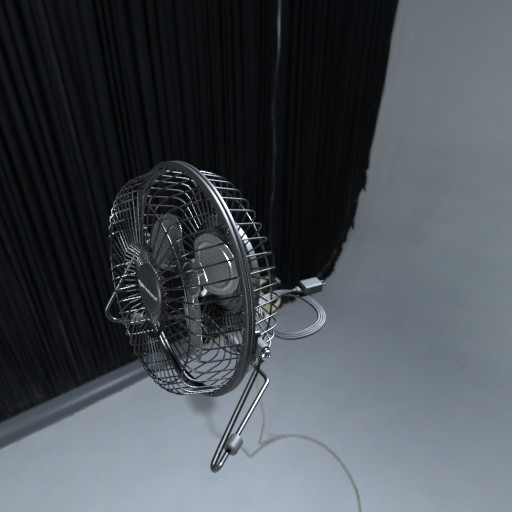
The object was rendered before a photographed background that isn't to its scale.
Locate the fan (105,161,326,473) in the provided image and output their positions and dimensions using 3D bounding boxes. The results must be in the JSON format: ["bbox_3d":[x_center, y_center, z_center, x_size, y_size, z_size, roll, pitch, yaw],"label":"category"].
[{"bbox_3d":[0.000,0.000,0.384,0.227,0.188,0.209,-21,37,-30],"label":"fan"}]
